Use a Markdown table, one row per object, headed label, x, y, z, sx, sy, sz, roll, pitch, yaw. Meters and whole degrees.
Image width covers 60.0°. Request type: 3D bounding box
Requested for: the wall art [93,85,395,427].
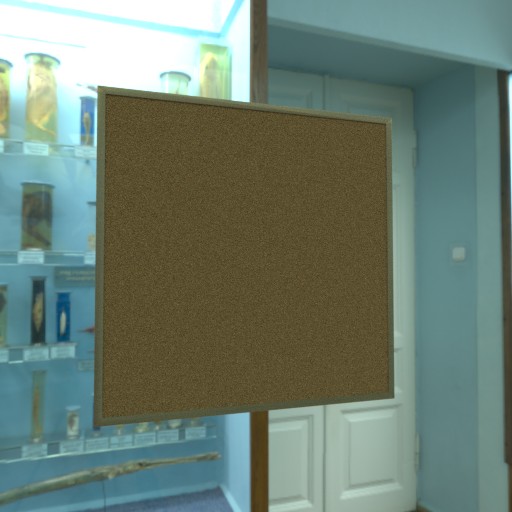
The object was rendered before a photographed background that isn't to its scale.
| label | x | y | z | sx | sy | sz | roll | pitch | yaw |
| --- | --- | --- | --- | --- | --- | --- | --- | --- | --- |
| wall art | 0.000 | 0.000 | 0.744 | 0.505 | 0.505 | 0.037 | 1 | -2 | -17 |
